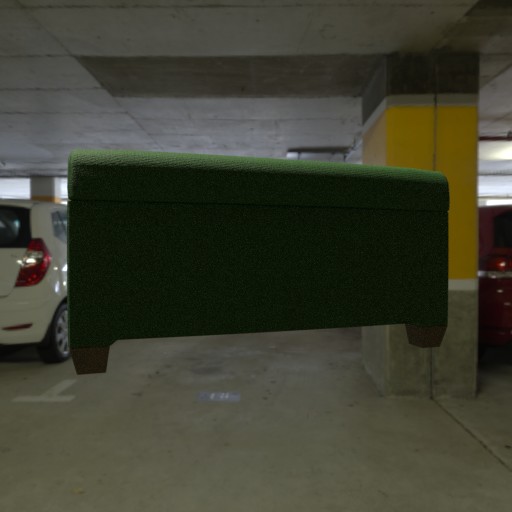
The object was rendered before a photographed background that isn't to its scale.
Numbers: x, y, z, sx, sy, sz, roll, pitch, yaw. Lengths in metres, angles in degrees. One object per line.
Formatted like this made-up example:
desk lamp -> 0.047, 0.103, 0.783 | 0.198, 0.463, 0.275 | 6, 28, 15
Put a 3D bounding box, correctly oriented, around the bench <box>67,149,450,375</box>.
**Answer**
bench -> 0.000, 0.000, 1.281 | 0.989, 0.501, 0.505 | 0, 1, -17
